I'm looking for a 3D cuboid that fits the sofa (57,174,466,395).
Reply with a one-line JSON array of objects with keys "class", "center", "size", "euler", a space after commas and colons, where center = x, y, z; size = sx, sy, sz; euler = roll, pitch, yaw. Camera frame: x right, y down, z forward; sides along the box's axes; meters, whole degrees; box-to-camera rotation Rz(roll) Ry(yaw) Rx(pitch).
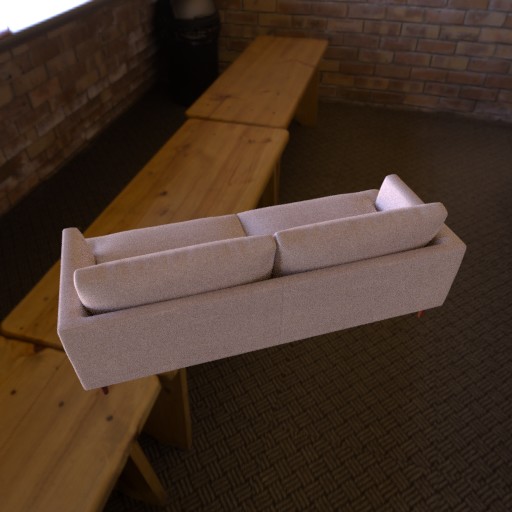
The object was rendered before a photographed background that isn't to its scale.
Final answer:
[{"class": "sofa", "center": [0.000, 0.000, 2.806], "size": [2.250, 0.868, 1.020], "euler": [-11, 43, -12]}]
